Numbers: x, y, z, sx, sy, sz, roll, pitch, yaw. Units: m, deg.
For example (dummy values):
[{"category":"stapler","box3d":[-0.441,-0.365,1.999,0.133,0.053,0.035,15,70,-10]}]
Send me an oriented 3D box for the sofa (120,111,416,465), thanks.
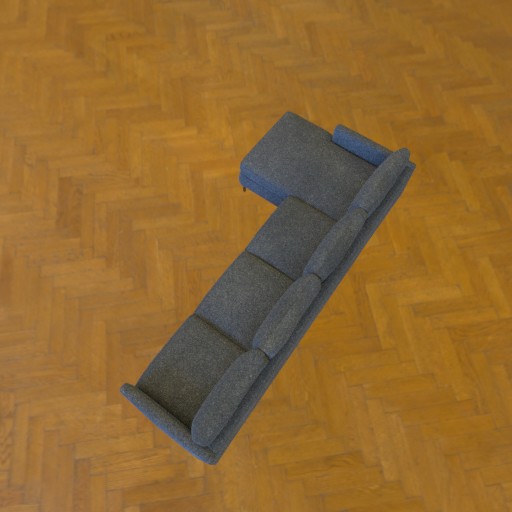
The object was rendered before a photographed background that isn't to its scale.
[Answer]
[{"category":"sofa","box3d":[0.000,0.000,3.639,1.350,0.810,2.932,33,69,14]}]
